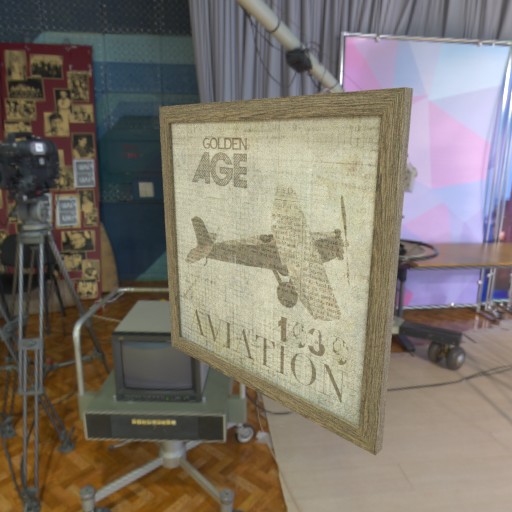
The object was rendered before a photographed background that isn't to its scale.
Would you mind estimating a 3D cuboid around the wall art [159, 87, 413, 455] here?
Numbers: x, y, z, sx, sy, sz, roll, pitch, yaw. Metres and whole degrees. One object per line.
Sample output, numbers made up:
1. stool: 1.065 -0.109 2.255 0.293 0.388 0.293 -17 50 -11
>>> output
1. wall art: 0.000 0.000 0.762 0.508 0.508 0.019 14 21 42
